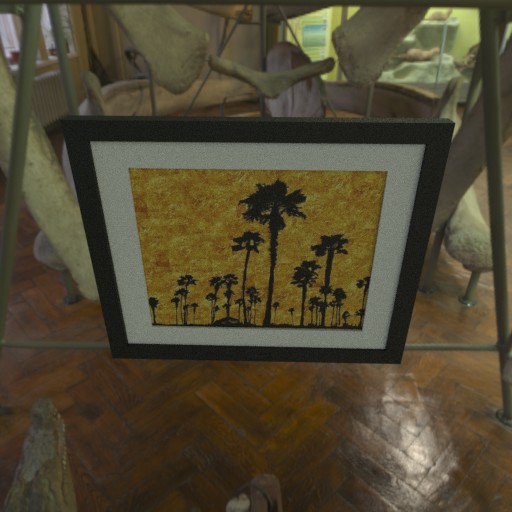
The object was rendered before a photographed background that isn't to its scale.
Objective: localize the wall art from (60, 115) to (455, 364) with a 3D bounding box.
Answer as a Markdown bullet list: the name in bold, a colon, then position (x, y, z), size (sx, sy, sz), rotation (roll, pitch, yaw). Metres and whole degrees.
- **wall art**: position (0.000, 0.000, 0.756), size (0.561, 0.460, 0.028), rotation (1, 31, 1)
